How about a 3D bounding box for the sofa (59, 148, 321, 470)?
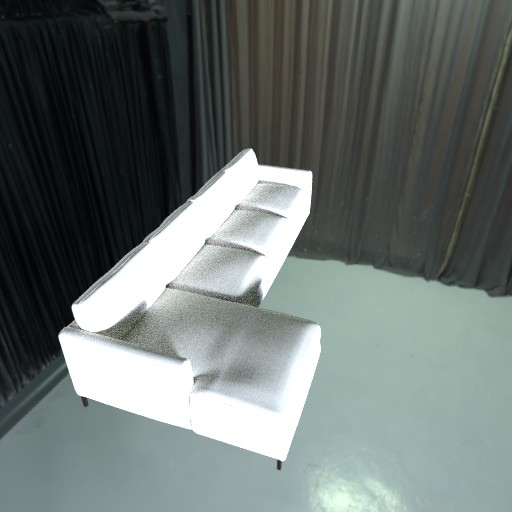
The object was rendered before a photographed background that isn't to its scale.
[{"bbox_3d":[0.000,0.000,3.819,1.467,0.875,3.186,10,33,16],"label":"sofa"}]
